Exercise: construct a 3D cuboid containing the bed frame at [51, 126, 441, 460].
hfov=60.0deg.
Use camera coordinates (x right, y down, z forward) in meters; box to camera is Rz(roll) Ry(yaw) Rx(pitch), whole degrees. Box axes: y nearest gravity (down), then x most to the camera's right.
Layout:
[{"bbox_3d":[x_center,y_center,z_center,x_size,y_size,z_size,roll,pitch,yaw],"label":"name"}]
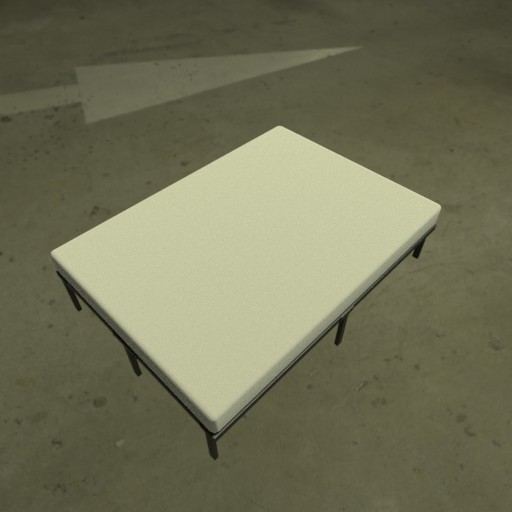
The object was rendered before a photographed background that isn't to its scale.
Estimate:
[{"bbox_3d":[0.000,0.000,3.802,2.842,0.680,2.205,-30,53,-25],"label":"bed frame"}]
